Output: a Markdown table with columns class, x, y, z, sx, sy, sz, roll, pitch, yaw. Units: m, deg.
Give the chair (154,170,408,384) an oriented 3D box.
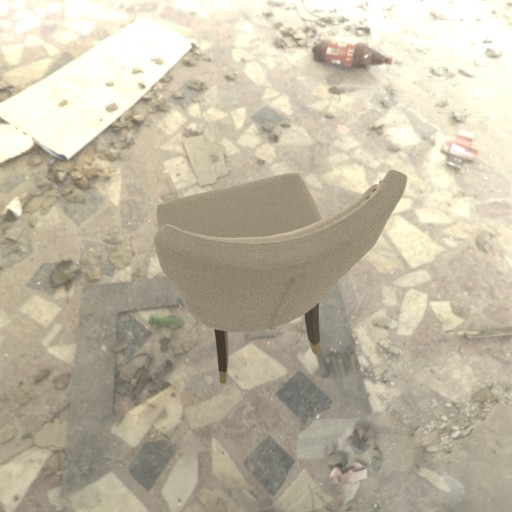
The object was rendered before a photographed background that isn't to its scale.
| class | x | y | z | sx | sy | sz | roll | pitch | yaw |
| --- | --- | --- | --- | --- | --- | --- | --- | --- | --- |
| chair | 0.000 | 0.000 | 1.328 | 0.526 | 0.950 | 0.630 | -15 | 58 | -9 |
